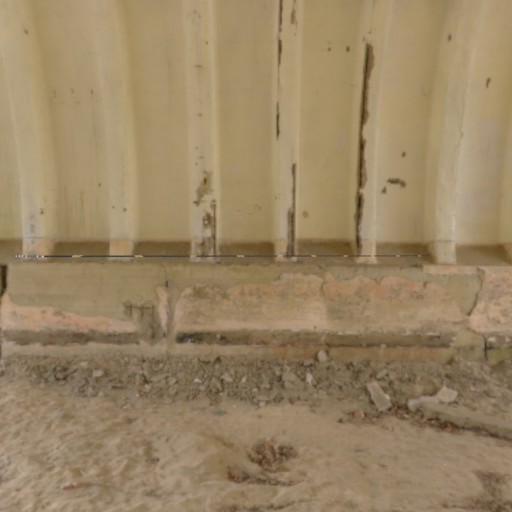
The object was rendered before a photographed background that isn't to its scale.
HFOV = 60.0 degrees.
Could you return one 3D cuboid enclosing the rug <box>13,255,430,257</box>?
[{"bbox_3d":[0.000,0.000,2.461,2.296,0.006,0.685,0,0,-37],"label":"rug"}]
